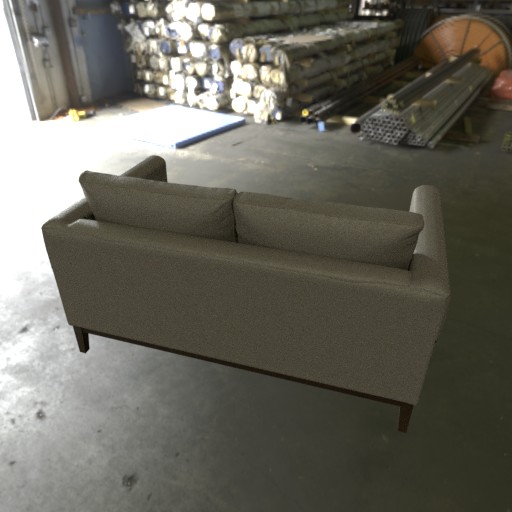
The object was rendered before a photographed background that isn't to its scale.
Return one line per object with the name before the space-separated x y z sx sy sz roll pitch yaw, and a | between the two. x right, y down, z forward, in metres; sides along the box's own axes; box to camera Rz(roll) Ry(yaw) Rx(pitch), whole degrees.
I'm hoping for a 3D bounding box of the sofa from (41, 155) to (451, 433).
sofa | 0.000 0.000 2.087 1.598 0.873 0.899 9 33 15
